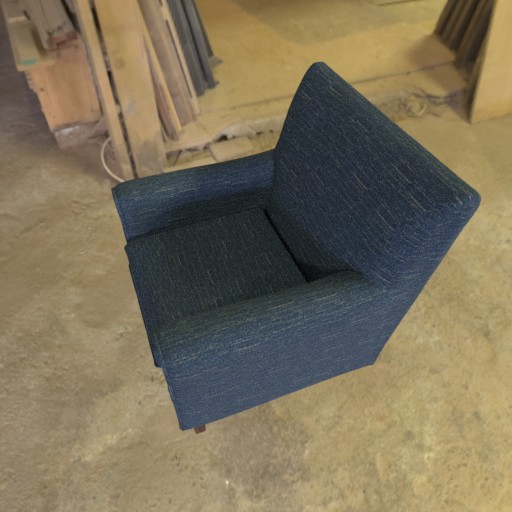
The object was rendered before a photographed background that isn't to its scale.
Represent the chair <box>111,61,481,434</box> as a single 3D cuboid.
[{"bbox_3d":[0.000,0.000,1.582,0.873,0.928,0.864,-16,49,-15],"label":"chair"}]
